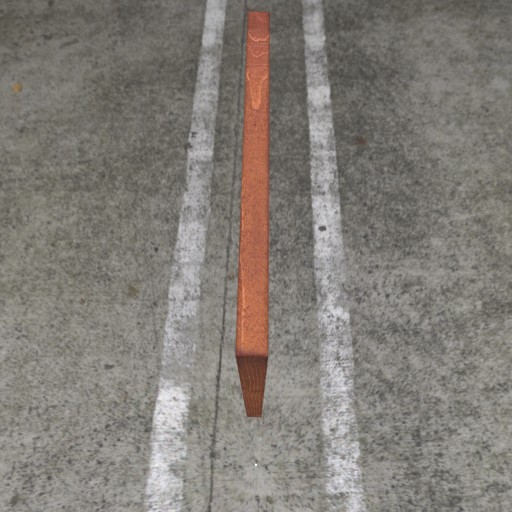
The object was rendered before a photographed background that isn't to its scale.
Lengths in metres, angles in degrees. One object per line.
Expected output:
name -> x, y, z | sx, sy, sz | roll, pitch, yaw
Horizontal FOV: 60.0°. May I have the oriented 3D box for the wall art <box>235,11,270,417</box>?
wall art -> 0.000, 0.000, 0.747 | 0.030, 0.558, 0.462 | 1, 65, 0
